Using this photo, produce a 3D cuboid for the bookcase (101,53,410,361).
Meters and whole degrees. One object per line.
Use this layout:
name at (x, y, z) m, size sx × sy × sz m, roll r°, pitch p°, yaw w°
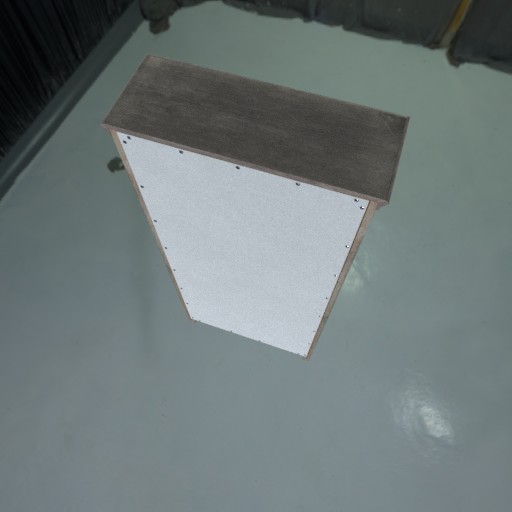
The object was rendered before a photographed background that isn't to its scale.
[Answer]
bookcase at (0.000, 0.000, 2.210) m, size 0.906 × 1.880 × 0.348 m, roll 17°, pitch 64°, yaw 8°
